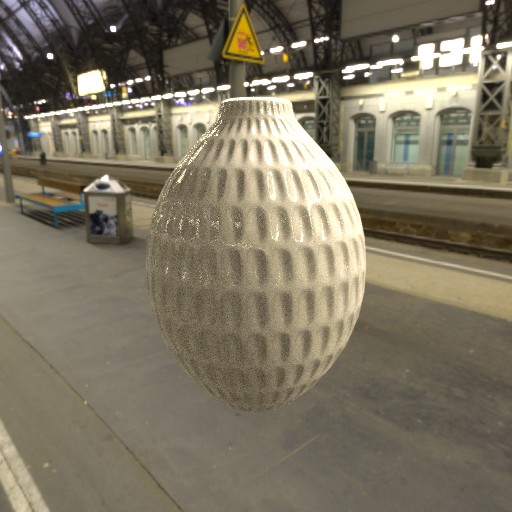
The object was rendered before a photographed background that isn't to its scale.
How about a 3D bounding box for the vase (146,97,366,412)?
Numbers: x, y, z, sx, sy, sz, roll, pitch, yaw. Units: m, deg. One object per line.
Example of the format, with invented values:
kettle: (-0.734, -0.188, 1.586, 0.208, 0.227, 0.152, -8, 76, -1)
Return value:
vase: (0.000, 0.000, 0.335, 0.162, 0.223, 0.162, 0, 14, 0)
